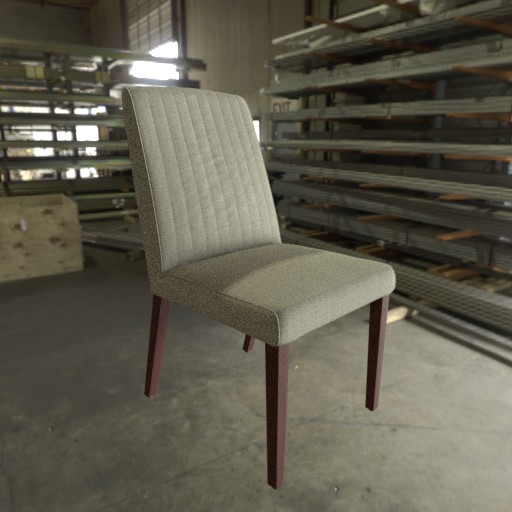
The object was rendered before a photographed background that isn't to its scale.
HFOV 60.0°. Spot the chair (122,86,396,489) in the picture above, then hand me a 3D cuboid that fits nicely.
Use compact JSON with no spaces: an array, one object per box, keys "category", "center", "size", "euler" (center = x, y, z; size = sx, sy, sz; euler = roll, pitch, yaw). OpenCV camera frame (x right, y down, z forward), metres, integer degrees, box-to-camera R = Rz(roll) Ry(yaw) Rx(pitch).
[{"category":"chair","center":[0.000,0.000,1.209],"size":[0.594,0.900,0.480],"euler":[14,20,43]}]
